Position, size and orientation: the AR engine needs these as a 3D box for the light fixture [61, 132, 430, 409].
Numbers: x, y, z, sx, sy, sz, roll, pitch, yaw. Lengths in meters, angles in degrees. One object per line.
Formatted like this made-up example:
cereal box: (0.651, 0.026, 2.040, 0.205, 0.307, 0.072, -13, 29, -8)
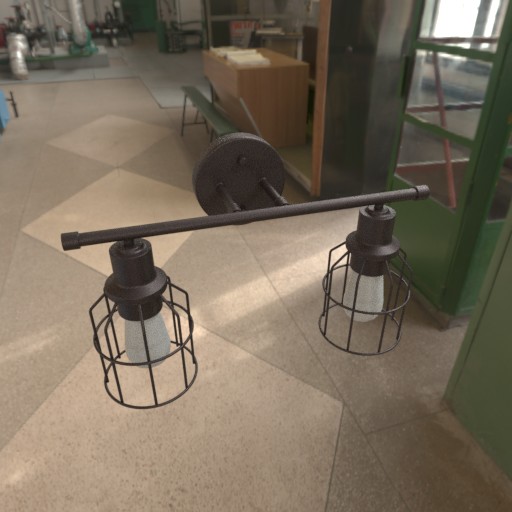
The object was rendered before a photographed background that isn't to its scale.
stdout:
light fixture: (0.000, 0.000, 0.536, 0.406, 0.254, 0.165, -9, 33, -14)
